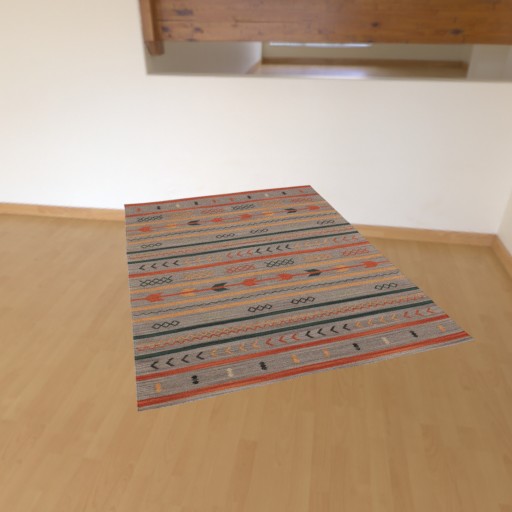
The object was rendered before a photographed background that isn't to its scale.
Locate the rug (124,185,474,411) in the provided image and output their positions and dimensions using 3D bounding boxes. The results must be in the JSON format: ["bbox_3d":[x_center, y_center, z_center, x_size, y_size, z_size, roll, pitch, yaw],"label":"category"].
[{"bbox_3d":[0.000,0.000,4.029,2.263,0.022,3.029,-8,31,-14],"label":"rug"}]
